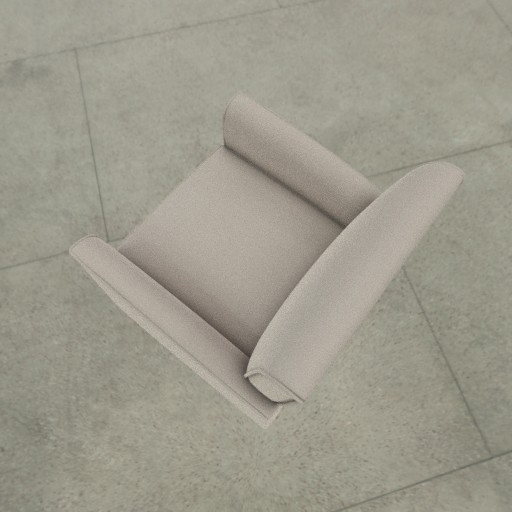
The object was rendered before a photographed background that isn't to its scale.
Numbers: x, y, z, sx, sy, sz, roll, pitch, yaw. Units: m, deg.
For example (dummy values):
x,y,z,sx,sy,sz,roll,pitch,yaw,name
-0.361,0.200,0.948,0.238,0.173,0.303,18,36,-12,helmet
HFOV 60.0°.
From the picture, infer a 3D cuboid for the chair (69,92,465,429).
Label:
x,y,z,sx,sy,sz,roll,pitch,yaw,name
0.000,0.000,1.518,0.820,0.915,0.820,36,70,15,chair
